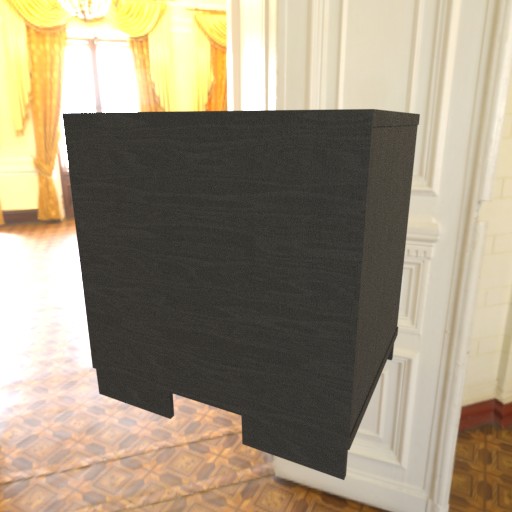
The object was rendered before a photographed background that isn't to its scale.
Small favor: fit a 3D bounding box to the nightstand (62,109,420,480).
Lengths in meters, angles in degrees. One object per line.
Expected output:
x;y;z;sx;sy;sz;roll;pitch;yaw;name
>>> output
0.000;0.000;0.731;0.427;0.448;0.347;8;19;25;nightstand
